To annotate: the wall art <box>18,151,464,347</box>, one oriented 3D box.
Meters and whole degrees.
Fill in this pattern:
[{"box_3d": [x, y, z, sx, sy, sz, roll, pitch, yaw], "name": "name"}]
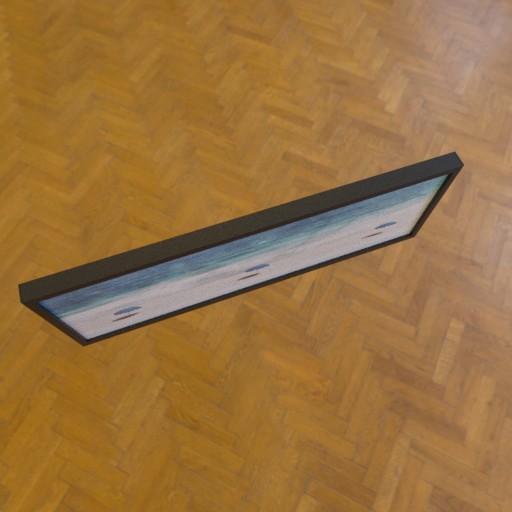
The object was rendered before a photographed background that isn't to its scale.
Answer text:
[{"box_3d": [0.000, 0.000, 0.958, 0.860, 0.303, 0.037, -18, 66, -8], "name": "wall art"}]
